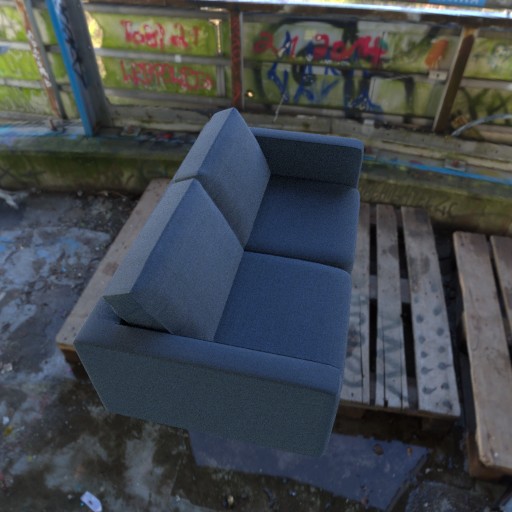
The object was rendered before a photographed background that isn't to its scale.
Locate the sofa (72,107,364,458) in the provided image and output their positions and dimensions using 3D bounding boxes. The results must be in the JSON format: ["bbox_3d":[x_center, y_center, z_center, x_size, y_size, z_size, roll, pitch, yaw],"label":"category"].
[{"bbox_3d":[0.000,0.000,2.273,0.999,0.907,1.659,9,46,9],"label":"sofa"}]
